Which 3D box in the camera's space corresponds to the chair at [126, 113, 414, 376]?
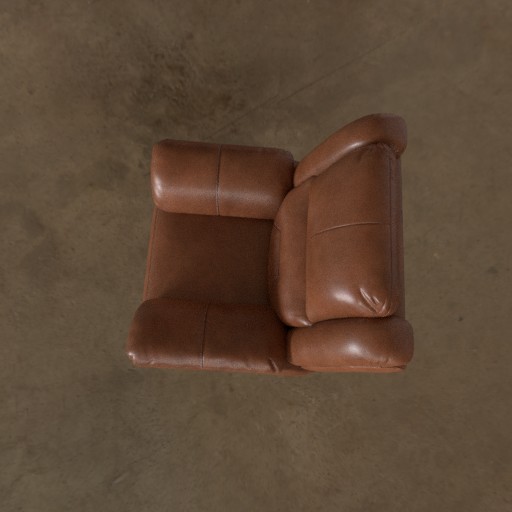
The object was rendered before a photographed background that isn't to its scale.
[{"bbox_3d":[0.000,0.000,1.926,1.041,1.093,0.990,3,75,1],"label":"chair"}]
